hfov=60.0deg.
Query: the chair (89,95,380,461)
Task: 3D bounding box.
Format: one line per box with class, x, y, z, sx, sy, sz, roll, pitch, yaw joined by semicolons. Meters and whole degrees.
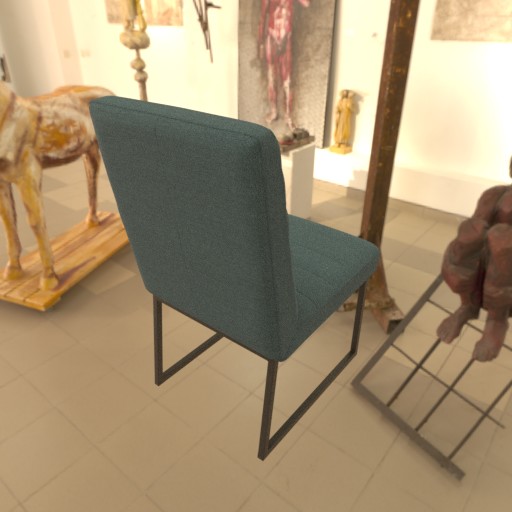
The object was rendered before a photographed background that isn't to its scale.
chair;0.000;0.000;1.305;0.520;0.930;0.634;22;37;33
